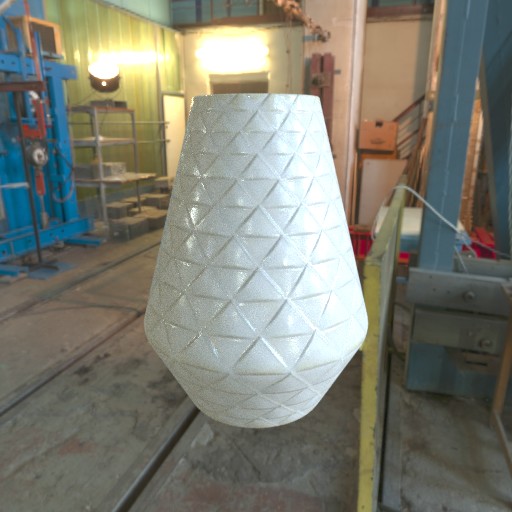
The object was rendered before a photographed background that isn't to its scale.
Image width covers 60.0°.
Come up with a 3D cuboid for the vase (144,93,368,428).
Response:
[{"bbox_3d":[0.000,0.000,0.341,0.175,0.230,0.175,0,17,0],"label":"vase"}]
